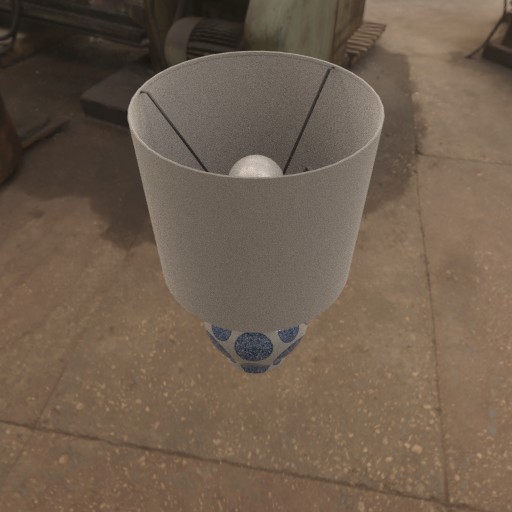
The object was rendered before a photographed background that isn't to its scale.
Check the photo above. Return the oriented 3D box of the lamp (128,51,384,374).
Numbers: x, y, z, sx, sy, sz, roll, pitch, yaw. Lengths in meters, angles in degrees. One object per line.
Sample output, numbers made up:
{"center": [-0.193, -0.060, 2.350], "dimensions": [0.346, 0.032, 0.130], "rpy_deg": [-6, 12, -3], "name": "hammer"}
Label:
{"center": [0.000, 0.000, 0.516], "dimensions": [0.215, 0.381, 0.215], "rpy_deg": [9, 47, 9], "name": "lamp"}
